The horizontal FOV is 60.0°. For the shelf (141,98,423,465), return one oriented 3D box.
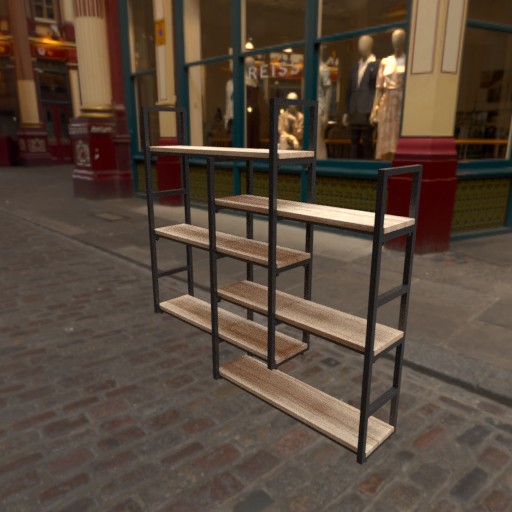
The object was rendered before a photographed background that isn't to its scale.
[{"bbox_3d":[0.000,0.000,1.400,0.946,0.921,0.183,15,22,42],"label":"shelf"}]
